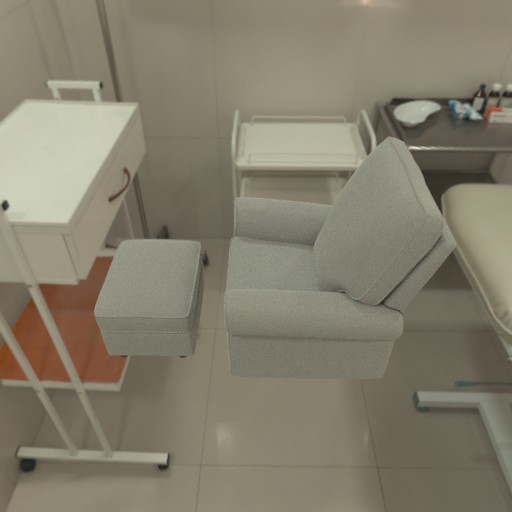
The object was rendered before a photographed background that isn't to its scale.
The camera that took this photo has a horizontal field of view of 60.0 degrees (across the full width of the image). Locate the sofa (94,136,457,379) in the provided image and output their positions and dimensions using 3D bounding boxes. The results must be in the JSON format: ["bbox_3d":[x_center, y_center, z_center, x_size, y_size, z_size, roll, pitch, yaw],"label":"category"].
[{"bbox_3d":[0.000,0.000,2.100,1.478,0.959,0.880,0,41,1],"label":"sofa"}]
